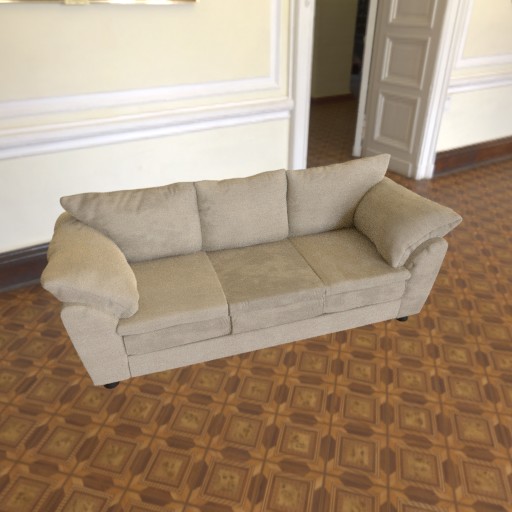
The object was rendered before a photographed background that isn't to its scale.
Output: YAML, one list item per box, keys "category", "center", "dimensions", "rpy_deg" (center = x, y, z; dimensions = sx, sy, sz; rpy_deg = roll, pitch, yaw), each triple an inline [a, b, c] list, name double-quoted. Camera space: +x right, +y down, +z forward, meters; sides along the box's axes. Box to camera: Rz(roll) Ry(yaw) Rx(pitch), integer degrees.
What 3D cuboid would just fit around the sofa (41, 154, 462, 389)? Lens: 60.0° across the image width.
- category: "sofa"
  center: [0.000, 0.000, 2.835]
  dimensions: [2.377, 0.981, 0.893]
  rpy_deg: [-9, 31, -16]
